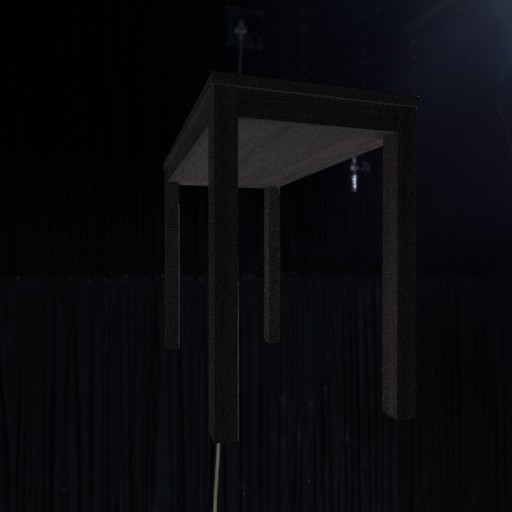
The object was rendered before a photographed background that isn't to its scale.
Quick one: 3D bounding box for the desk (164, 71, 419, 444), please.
[{"bbox_3d":[0.000,0.000,1.448,0.495,0.762,0.991,0,1,-17],"label":"desk"}]
